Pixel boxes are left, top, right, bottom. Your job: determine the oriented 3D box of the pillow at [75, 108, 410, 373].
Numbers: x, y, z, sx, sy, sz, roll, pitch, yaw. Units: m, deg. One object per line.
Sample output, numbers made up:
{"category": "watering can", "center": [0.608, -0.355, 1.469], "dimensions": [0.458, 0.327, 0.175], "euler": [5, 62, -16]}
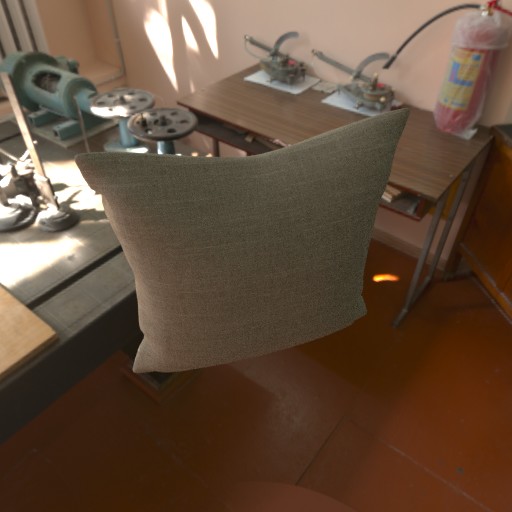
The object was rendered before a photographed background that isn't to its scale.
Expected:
{"category": "pillow", "center": [0.000, 0.000, 0.650], "dimensions": [0.424, 0.400, 0.169], "euler": [-12, 43, -13]}
